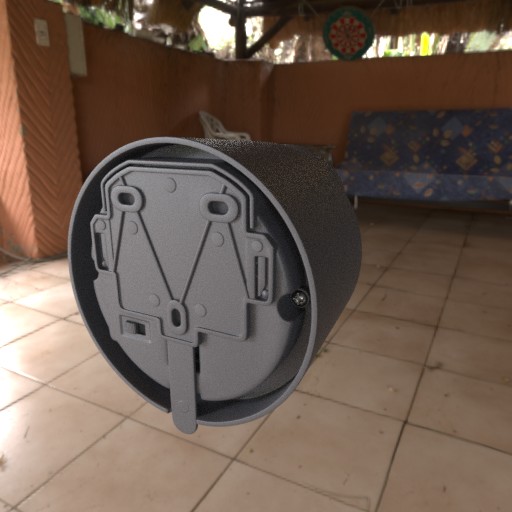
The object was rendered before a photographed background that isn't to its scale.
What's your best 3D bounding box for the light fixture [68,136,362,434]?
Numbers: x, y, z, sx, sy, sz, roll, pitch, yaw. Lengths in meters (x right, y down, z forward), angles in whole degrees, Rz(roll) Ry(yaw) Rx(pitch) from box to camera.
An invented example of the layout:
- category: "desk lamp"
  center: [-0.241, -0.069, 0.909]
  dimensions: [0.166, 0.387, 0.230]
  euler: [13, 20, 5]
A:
- category: "light fixture"
  center: [0.000, 0.000, 0.267]
  dimensions: [0.134, 0.143, 0.160]
  euler: [8, 19, 26]
